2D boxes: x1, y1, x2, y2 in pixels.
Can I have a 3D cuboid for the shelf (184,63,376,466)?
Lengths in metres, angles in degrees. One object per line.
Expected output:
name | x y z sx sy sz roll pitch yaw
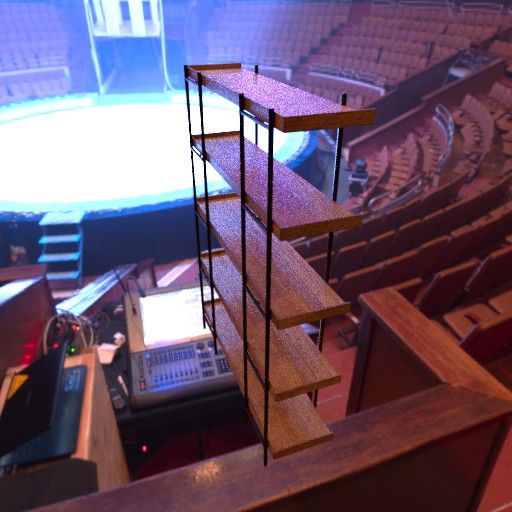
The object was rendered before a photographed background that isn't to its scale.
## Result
shelf | 0.000 0.000 2.435 0.379 1.826 1.371 -11 32 -18
